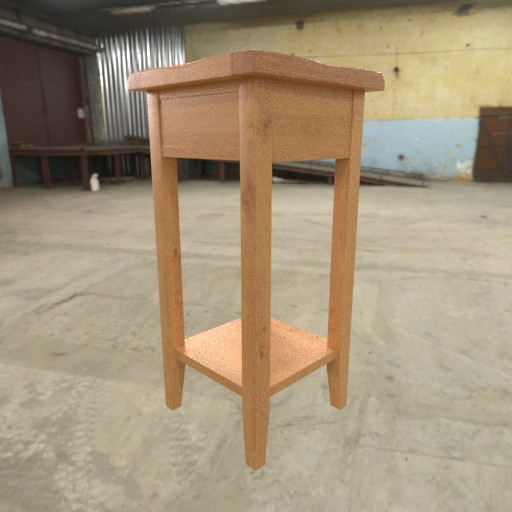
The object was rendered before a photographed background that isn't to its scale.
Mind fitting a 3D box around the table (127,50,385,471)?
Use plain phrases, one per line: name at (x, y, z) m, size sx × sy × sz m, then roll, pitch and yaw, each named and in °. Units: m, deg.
table at (0.000, 0.000, 0.963) m, size 0.360 × 0.740 × 0.360 m, roll 14°, pitch 21°, yaw 43°
